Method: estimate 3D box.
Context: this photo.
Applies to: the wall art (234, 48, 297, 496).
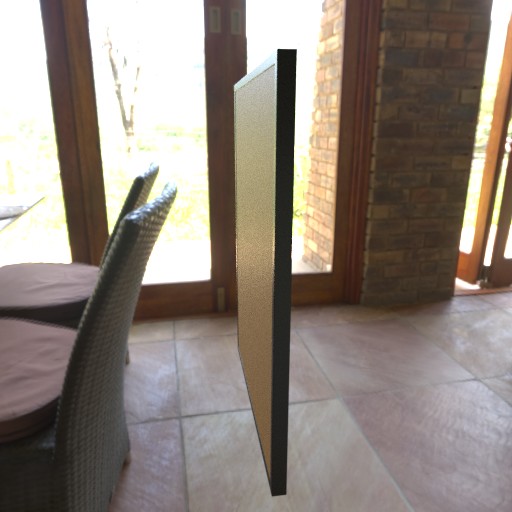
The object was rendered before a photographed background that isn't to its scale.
[{"bbox_3d":[0.000,0.000,1.380,0.039,1.061,0.804,-2,17,-8],"label":"wall art"}]
